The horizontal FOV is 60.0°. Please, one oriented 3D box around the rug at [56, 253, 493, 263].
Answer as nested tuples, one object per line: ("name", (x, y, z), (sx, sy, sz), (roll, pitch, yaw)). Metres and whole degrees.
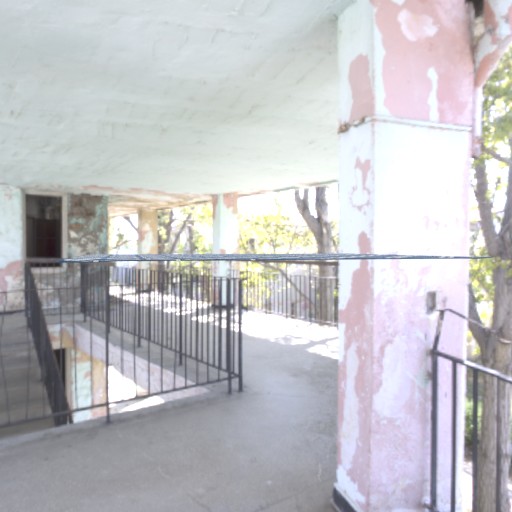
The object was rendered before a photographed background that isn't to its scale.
("rug", (0.000, 0.000, 3.822), (2.867, 0.020, 2.277), (0, 1, -16))
